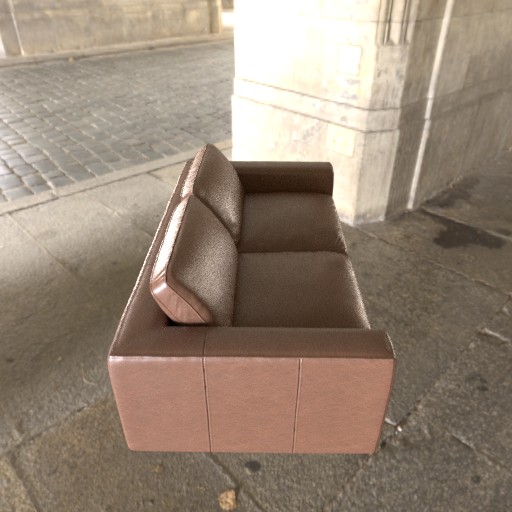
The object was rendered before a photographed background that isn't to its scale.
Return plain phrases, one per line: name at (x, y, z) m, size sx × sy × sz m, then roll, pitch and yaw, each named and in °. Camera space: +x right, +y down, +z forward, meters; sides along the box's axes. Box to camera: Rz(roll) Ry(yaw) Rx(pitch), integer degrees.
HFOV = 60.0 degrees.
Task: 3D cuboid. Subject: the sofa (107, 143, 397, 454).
sofa at (0.000, 0.000, 2.448) m, size 1.070 × 0.800 × 1.920 m, roll 1°, pitch 33°, yaw 1°
